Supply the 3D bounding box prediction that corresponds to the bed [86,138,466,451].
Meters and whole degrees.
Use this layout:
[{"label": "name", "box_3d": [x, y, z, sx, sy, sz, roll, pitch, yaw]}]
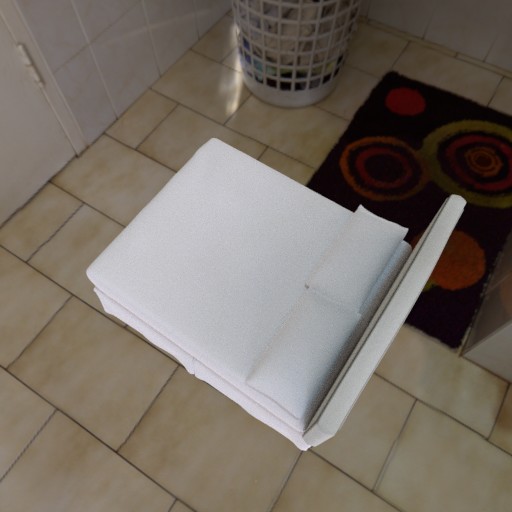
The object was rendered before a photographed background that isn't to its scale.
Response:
[{"label": "bed", "box_3d": [0.000, 0.000, 3.358, 2.180, 1.607, 1.813, 32, 67, 15]}]
